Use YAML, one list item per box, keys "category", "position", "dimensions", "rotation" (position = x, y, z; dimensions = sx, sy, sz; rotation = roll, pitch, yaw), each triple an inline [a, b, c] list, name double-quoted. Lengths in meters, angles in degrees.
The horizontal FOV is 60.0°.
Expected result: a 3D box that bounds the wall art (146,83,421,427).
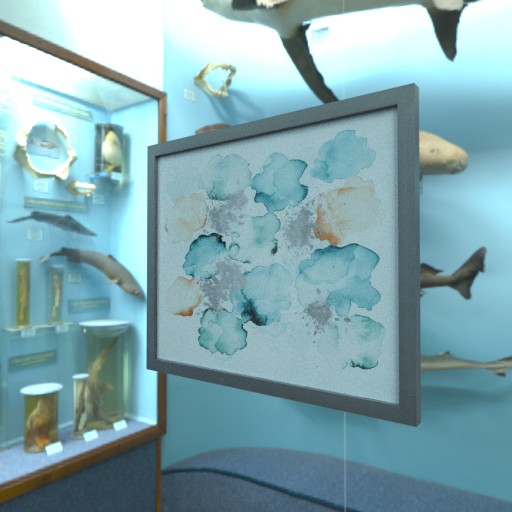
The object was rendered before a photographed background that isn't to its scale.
- category: "wall art"
  position: [0.000, 0.000, 0.923]
  dimensions: [0.660, 0.558, 0.026]
  rotation: [-1, -1, 36]
